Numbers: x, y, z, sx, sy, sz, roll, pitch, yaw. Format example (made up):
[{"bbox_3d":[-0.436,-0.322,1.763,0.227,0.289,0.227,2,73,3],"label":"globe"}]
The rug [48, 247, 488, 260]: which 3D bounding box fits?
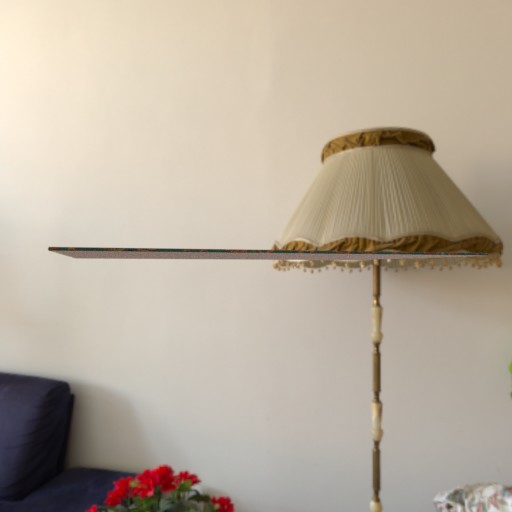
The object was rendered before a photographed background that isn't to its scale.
[{"bbox_3d":[0.000,0.000,2.306,1.836,0.014,1.216,1,-2,-18],"label":"rug"}]
